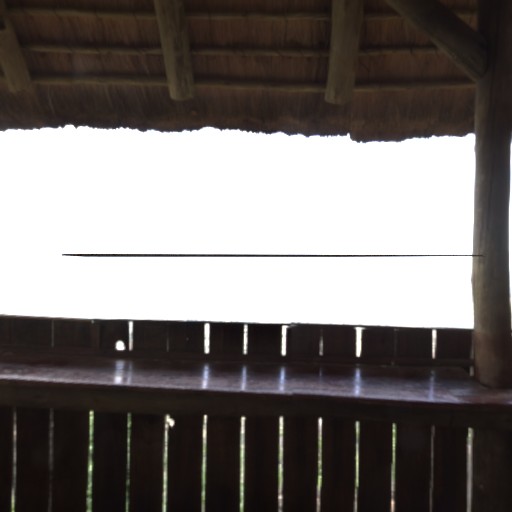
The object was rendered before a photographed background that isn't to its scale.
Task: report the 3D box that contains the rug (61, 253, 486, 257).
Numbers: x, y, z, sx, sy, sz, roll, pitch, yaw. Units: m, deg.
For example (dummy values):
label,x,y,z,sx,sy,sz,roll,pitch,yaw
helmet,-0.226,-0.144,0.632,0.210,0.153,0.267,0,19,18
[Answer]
label,x,y,z,sx,sy,sz,roll,pitch,yaw
rug,0.000,0.000,4.353,3.291,0.017,2.431,0,0,-17
